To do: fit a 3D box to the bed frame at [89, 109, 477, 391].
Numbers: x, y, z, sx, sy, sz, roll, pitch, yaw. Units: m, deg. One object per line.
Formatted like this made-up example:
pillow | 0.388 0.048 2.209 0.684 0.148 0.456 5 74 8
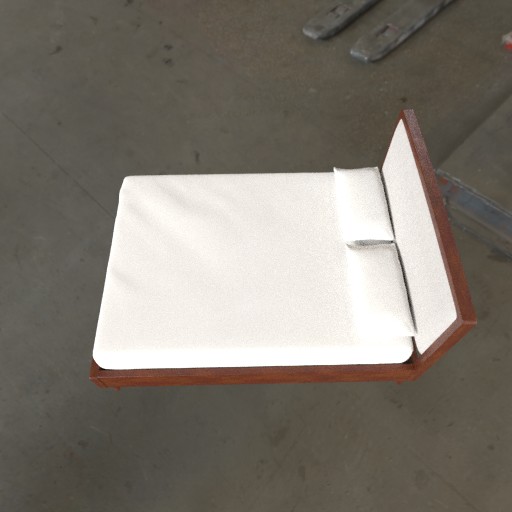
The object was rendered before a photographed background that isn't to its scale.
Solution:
bed frame | 0.000 0.000 3.122 2.171 1.279 1.587 -1 59 -1
